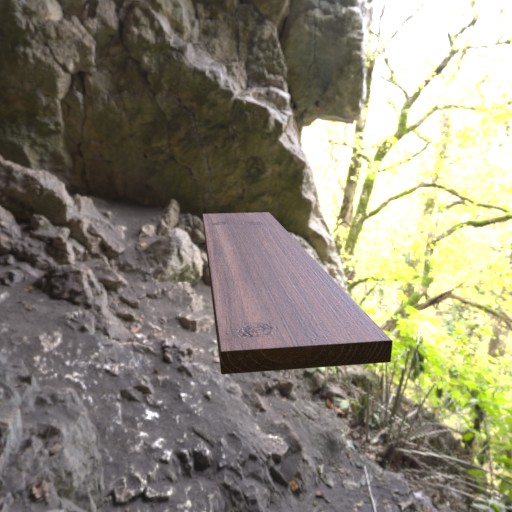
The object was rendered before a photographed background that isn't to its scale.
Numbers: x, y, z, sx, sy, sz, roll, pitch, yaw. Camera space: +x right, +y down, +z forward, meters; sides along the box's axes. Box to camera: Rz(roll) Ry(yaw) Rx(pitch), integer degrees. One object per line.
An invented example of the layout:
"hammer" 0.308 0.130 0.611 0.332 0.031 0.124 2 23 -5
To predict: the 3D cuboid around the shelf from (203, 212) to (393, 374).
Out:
"shelf" 0.000 0.000 0.644 0.140 0.020 0.610 -2 16 -8
